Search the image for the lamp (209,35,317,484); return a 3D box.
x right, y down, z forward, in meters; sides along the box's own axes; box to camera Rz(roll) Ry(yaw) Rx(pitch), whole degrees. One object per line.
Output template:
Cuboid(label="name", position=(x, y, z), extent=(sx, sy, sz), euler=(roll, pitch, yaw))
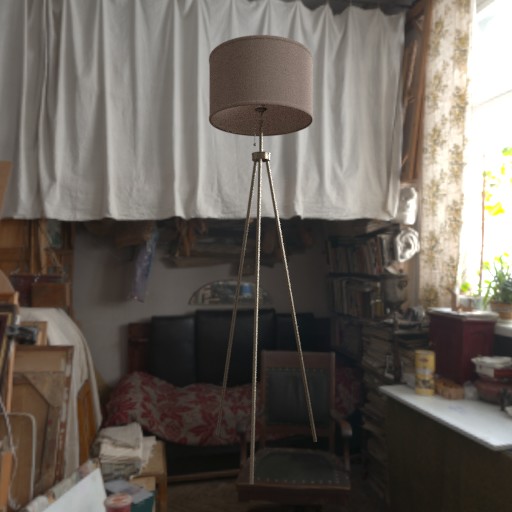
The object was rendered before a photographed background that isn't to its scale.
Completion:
Cuboid(label="lamp", position=(0.000, 0.000, 1.765), extent=(0.460, 1.545, 0.449), euler=(0, 0, 37))
